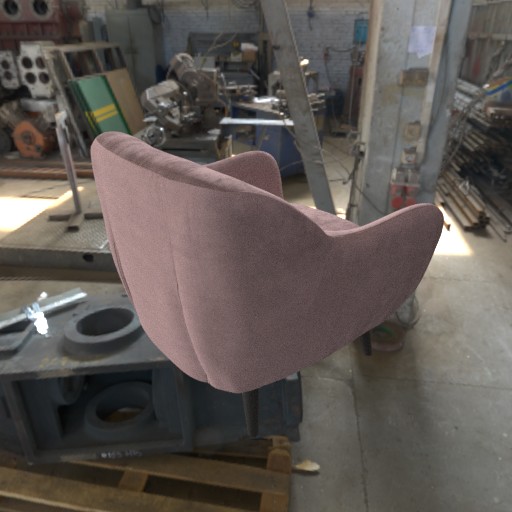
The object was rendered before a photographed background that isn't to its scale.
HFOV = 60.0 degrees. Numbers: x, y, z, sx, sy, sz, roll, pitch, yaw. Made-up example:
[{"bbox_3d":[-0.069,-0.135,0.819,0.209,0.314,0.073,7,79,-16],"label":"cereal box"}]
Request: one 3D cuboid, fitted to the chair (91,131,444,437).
[{"bbox_3d":[0.000,0.000,1.451,0.820,0.820,0.840,-20,33,-33],"label":"chair"}]
